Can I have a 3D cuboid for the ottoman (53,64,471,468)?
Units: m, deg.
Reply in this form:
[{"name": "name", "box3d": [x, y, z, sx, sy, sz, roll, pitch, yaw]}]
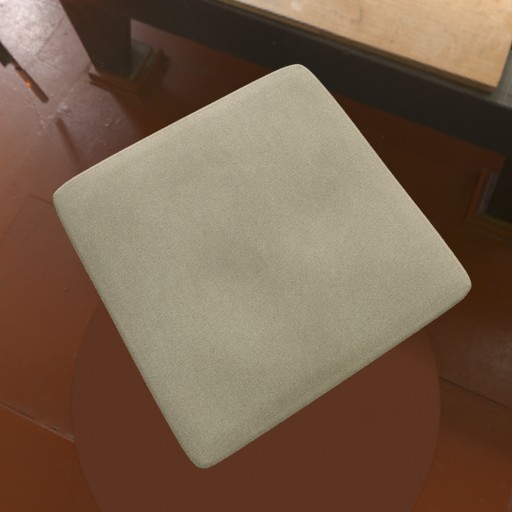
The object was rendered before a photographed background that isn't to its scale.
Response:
[{"name": "ottoman", "box3d": [0.000, 0.000, 1.317, 0.843, 0.441, 0.842, -31, 76, -8]}]
